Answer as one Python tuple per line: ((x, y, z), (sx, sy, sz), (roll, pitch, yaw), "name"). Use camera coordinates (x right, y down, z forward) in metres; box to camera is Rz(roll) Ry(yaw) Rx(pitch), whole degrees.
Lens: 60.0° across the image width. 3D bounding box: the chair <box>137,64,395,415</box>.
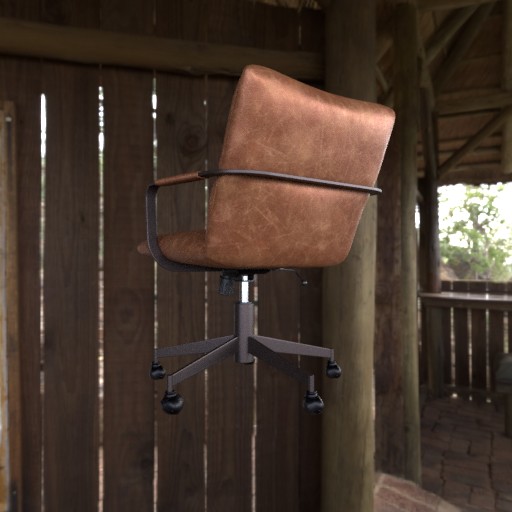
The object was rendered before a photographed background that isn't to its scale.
((0.000, 0.000, 1.504), (0.727, 0.922, 0.754), (0, -1, -36), "chair")
